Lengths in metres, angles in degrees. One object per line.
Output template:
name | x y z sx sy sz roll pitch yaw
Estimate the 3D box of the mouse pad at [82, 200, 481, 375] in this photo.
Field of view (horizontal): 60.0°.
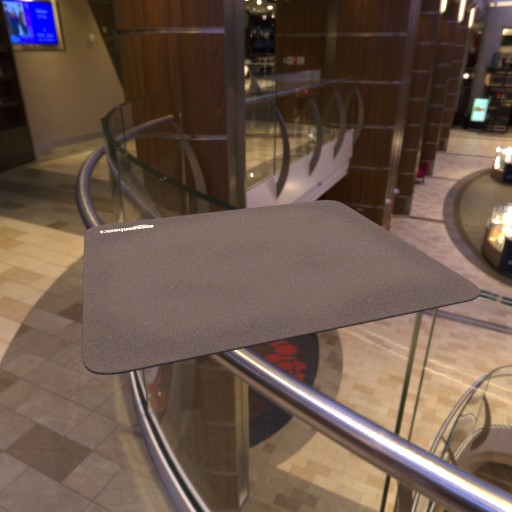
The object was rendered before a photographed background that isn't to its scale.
mouse pad | 0.000 0.000 0.428 0.315 0.002 0.269 -8 26 -17
